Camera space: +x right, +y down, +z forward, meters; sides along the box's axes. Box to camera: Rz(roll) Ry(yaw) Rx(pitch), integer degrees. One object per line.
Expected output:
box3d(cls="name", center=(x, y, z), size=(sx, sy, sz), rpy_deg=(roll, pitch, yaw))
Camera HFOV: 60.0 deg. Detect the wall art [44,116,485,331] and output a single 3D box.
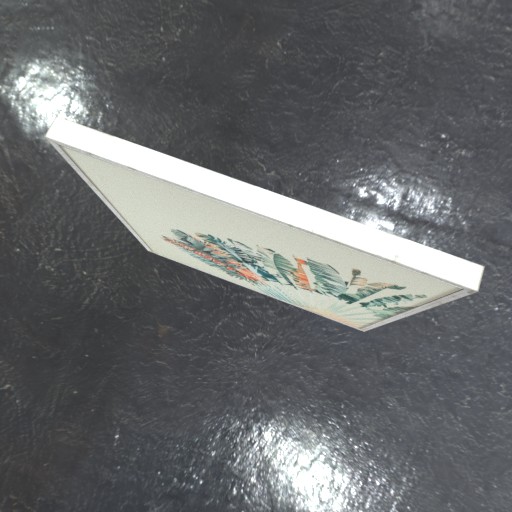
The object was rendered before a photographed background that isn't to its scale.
box3d(cls="wall art", center=(0.000, 0.000, 0.734), size=(0.508, 0.506, 0.029), rpy_deg=(20, 77, 5))
